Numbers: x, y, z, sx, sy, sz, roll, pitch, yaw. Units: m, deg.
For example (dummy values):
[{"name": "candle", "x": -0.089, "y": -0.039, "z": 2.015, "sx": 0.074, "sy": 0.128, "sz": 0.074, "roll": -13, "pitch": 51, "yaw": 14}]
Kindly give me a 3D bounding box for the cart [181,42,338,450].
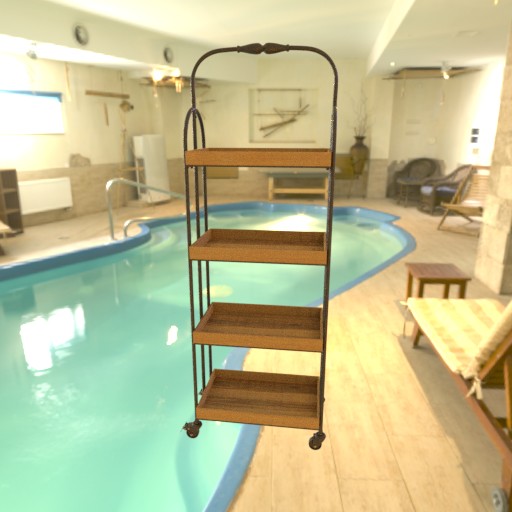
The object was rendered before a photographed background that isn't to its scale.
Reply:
[{"name": "cart", "x": 0.000, "y": 0.000, "z": 1.686, "sx": 0.581, "sy": 1.481, "sz": 0.308, "roll": 2, "pitch": 16, "yaw": 8}]
